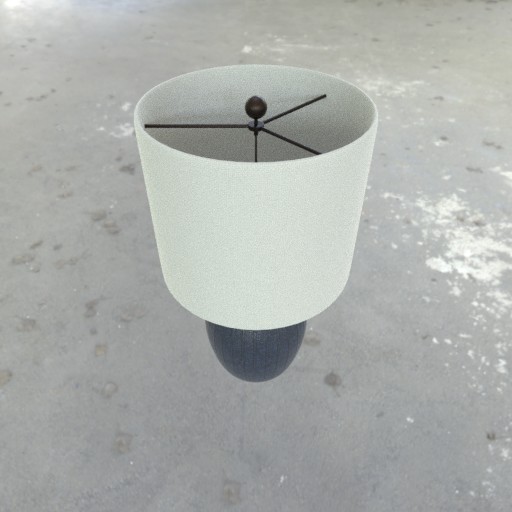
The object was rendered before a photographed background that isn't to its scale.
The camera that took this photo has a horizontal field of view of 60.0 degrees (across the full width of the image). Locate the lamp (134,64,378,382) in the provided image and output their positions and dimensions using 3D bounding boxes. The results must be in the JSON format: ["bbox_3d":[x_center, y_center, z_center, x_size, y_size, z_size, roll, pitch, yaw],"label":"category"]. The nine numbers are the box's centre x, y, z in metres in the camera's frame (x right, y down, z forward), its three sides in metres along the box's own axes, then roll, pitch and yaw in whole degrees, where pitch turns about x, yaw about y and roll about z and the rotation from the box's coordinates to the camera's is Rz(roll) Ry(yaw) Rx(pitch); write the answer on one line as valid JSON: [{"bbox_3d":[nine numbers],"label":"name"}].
[{"bbox_3d":[0.000,0.000,0.784,0.329,0.570,0.329,0,41,0],"label":"lamp"}]
